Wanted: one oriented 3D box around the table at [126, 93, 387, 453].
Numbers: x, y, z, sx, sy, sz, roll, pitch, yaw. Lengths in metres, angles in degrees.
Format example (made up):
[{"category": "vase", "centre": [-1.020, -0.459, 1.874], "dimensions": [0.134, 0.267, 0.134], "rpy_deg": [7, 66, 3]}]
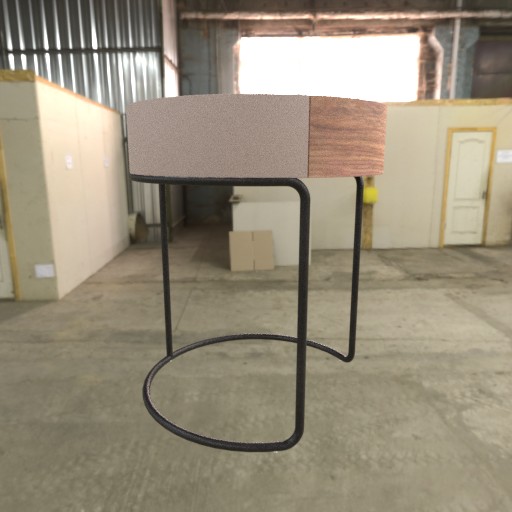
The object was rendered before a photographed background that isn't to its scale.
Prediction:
[{"category": "table", "centre": [0.000, 0.000, 0.847], "dimensions": [0.450, 0.530, 0.450], "rpy_deg": [0, 13, 0]}]
